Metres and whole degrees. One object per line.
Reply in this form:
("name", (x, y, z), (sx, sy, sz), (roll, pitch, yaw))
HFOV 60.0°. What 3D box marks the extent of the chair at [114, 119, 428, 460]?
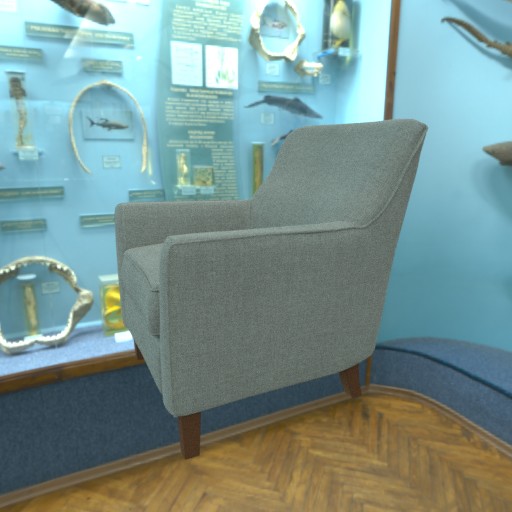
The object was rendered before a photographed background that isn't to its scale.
("chair", (0.000, 0.000, 1.784), (0.993, 1.047, 0.887), (-7, 15, -25))
